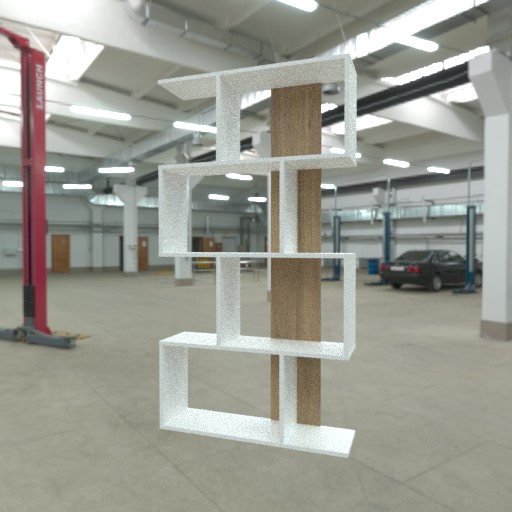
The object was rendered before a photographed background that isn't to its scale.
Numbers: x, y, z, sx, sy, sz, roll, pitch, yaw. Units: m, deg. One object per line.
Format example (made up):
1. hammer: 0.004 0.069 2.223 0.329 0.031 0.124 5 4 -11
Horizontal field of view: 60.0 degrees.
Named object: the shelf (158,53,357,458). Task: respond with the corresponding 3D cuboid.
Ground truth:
1. shelf: 0.000 0.000 2.070 0.890 1.650 0.250 0 1 19
